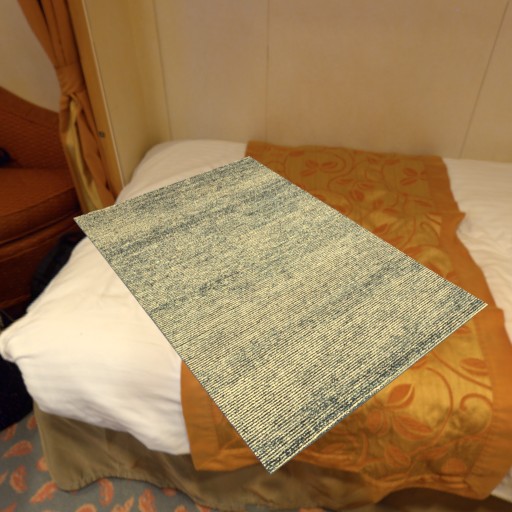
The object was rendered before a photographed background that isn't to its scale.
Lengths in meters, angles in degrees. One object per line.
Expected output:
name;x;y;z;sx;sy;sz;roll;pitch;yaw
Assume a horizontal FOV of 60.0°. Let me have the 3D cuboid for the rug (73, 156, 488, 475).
rug;0.000;0.000;2.925;1.624;0.030;2.349;-26;46;-28
